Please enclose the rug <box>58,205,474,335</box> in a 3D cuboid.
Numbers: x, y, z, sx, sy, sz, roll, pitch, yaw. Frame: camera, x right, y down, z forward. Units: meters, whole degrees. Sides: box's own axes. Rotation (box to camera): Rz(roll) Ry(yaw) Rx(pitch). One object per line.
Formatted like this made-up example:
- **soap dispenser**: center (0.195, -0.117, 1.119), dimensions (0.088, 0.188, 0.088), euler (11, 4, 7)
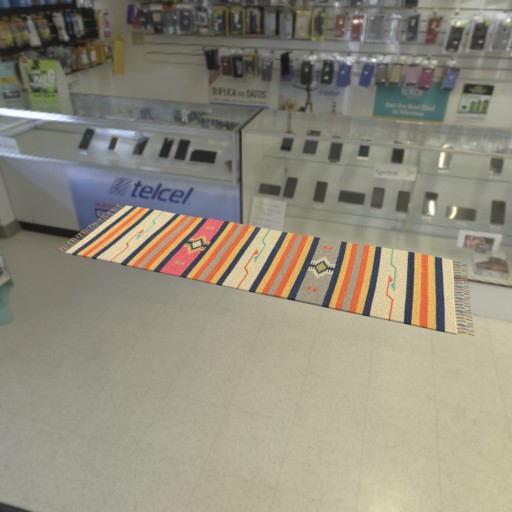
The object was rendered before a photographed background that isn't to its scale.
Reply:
- **rug**: center (0.000, 0.000, 2.737), dimensions (2.455, 0.017, 0.695), euler (10, 34, 16)
